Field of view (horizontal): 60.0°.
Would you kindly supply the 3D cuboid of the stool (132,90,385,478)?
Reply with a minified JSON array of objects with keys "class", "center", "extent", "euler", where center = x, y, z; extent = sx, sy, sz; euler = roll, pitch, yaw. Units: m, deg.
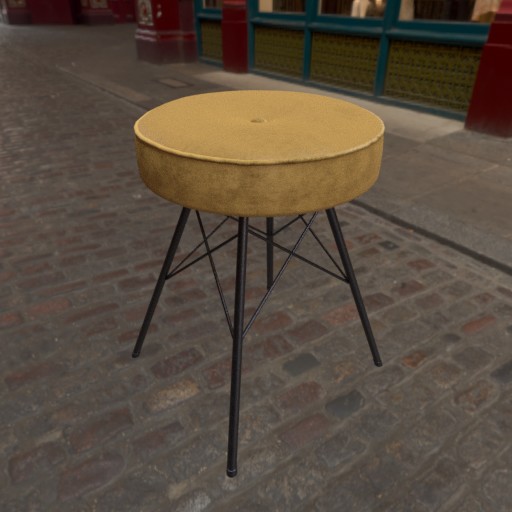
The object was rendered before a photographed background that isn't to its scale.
[{"class":"stool","center":[0.000,0.000,0.919],"extent":[0.472,0.595,0.438],"euler":[-22,38,-31]}]
